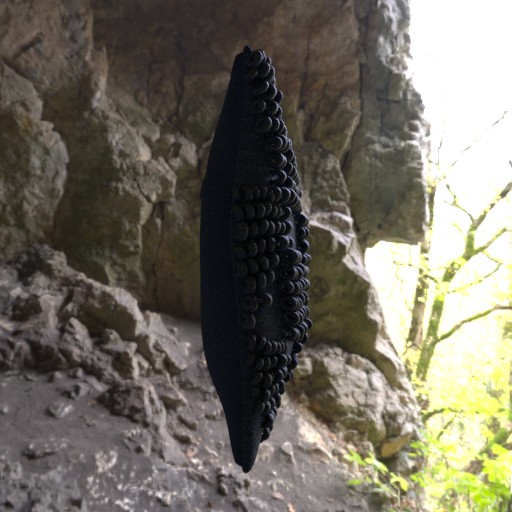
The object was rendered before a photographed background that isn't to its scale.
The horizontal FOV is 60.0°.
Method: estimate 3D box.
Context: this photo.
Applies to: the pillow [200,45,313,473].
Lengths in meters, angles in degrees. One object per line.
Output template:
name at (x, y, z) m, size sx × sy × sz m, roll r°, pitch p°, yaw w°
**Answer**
pillow at (0.000, 0.000, 0.706) m, size 0.172 × 0.466 × 0.469 m, roll 0°, pitch 0°, yaw 0°
